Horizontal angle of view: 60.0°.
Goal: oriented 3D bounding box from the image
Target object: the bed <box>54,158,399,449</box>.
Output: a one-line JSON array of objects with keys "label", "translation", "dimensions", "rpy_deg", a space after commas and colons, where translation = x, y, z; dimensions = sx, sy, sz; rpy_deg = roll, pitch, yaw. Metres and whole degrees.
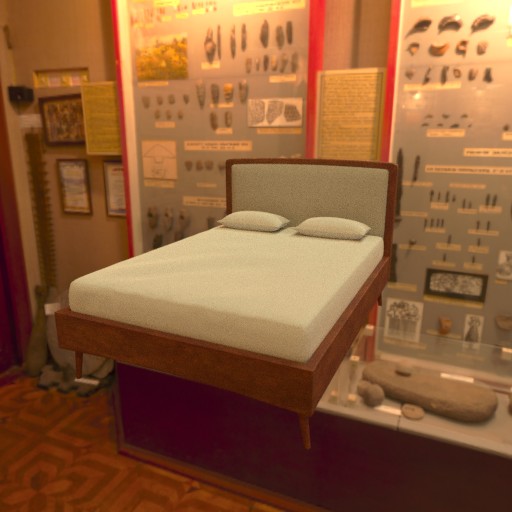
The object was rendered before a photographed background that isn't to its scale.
[{"label": "bed", "translation": [0.000, 0.000, 3.195], "dimensions": [1.587, 1.275, 2.196], "rpy_deg": [7, 17, 24]}]
